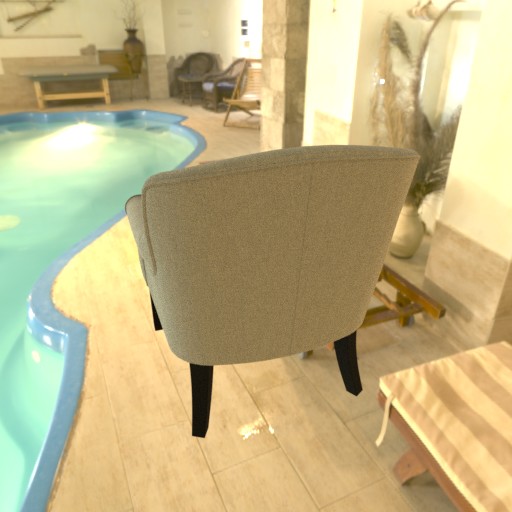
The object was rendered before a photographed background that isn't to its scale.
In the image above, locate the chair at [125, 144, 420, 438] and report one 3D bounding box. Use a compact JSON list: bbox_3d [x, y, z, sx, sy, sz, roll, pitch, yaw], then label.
[{"bbox_3d":[0.000,0.000,1.456,0.772,0.880,0.755,-9,29,-17],"label":"chair"}]
